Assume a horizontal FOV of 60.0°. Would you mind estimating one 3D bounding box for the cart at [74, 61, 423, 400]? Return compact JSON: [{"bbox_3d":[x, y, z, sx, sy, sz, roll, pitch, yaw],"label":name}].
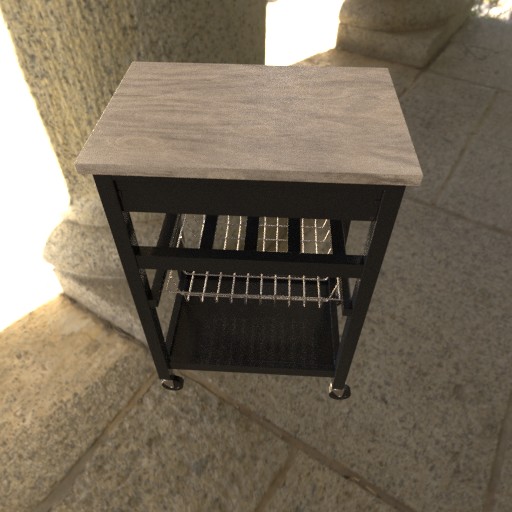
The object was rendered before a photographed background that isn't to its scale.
[{"bbox_3d":[0.000,0.000,1.168,0.584,0.839,0.403,2,47,2],"label":"cart"}]
